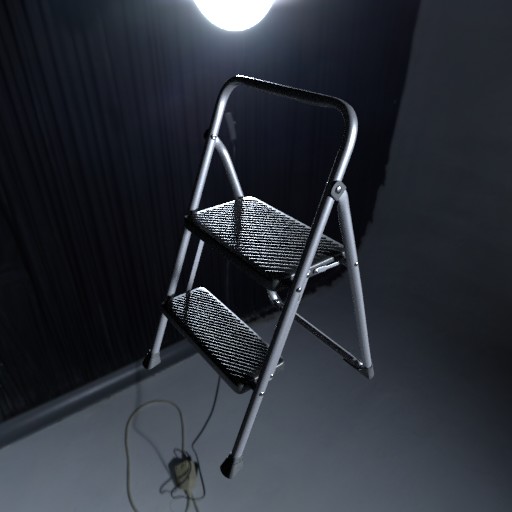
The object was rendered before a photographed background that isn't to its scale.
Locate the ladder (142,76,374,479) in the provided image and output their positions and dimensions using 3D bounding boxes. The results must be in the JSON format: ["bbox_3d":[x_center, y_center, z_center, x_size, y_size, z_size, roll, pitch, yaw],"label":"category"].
[{"bbox_3d":[0.000,0.000,1.006,0.472,0.720,0.430,-21,37,-31],"label":"ladder"}]
